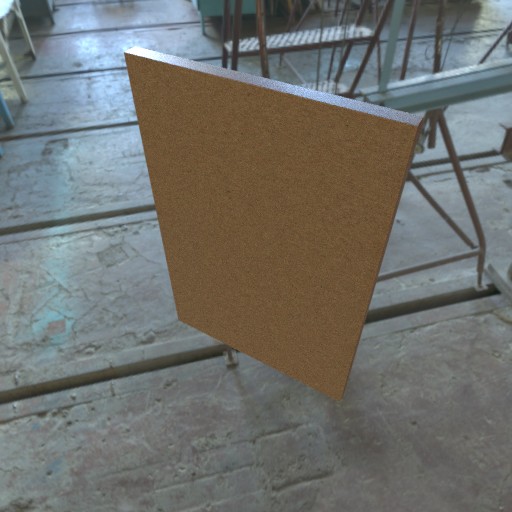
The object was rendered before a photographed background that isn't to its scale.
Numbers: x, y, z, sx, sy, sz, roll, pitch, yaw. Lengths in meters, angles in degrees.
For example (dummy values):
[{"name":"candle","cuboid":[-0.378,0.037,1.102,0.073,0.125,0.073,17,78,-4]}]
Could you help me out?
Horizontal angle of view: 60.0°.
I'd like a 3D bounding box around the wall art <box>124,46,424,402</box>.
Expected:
[{"name":"wall art","cuboid":[0.000,0.000,1.139,0.610,0.914,0.037,22,49,21]}]
